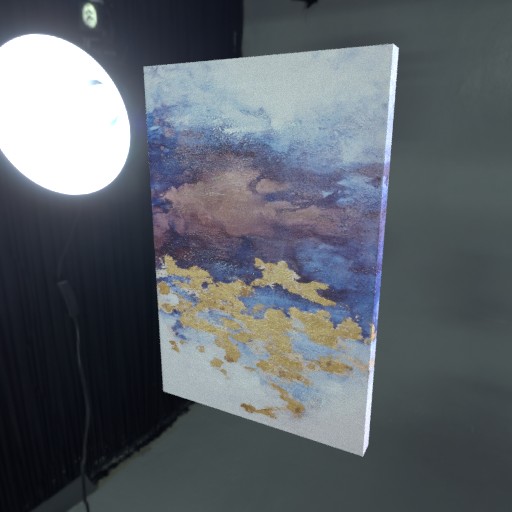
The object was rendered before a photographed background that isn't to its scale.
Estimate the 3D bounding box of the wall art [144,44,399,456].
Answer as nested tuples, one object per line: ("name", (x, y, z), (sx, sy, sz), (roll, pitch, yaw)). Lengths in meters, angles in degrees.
("wall art", (0.000, 0.000, 1.060), (0.583, 0.874, 0.048), (8, 17, 27))
